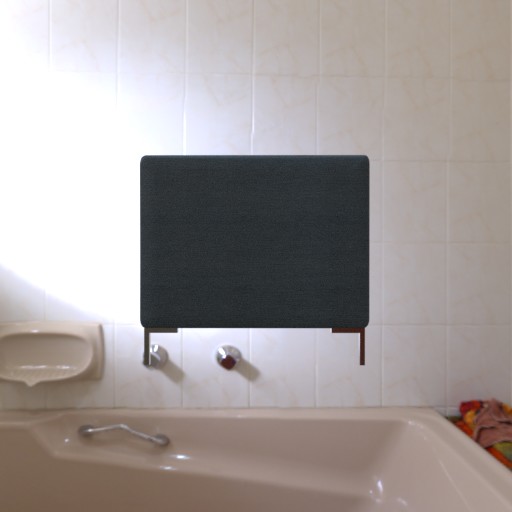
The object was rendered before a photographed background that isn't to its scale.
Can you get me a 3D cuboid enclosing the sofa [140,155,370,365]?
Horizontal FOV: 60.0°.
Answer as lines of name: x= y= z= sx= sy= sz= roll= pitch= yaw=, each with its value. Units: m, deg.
sofa: x=0.000 y=0.000 z=2.288 sx=0.686 sy=0.635 sz=1.981 roll=0 pitch=0 yaw=0
